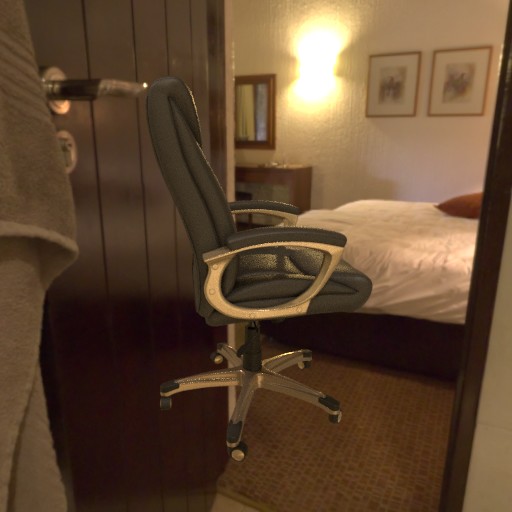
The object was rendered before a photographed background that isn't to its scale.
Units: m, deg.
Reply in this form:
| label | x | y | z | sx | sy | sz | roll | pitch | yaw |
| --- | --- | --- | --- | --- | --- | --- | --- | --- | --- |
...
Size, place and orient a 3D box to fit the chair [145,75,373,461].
| label | x | y | z | sx | sy | sz | roll | pitch | yaw |
| --- | --- | --- | --- | --- | --- | --- | --- | --- | --- |
| chair | 0.000 | 0.000 | 1.620 | 0.748 | 1.188 | 0.694 | -3 | 15 | -9 |
